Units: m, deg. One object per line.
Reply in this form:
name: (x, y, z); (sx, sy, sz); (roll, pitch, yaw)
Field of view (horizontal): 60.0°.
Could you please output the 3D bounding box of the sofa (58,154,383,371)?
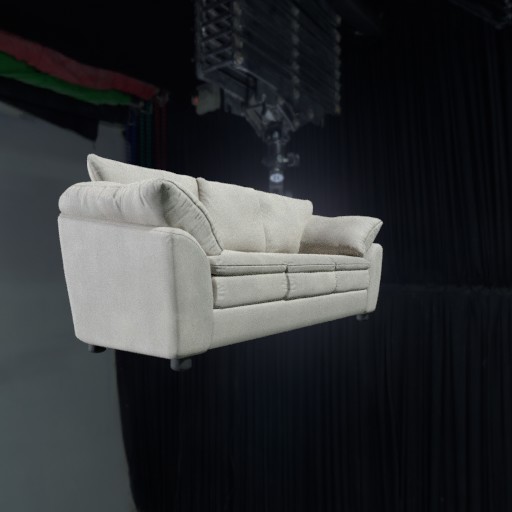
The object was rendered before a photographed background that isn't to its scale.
sofa: (0.000, 0.000, 2.881); (0.878, 0.996, 2.334); (0, -1, 37)
